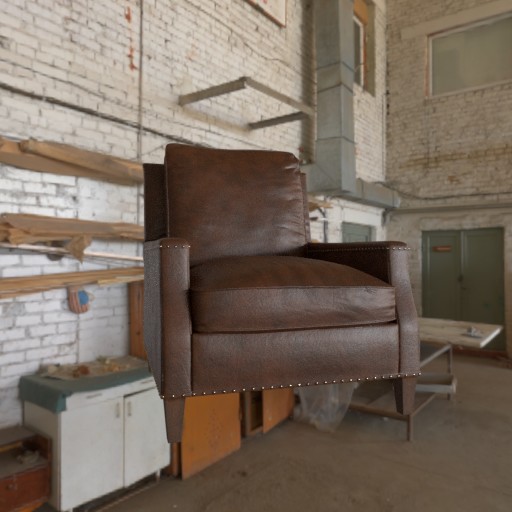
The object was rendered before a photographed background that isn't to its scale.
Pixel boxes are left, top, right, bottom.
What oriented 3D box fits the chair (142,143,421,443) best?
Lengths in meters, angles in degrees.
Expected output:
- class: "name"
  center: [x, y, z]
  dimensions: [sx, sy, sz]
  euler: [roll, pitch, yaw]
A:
- class: "chair"
  center: [0.000, 0.000, 1.802]
  dimensions: [0.854, 1.054, 1.035]
  euler: [0, 0, -17]
